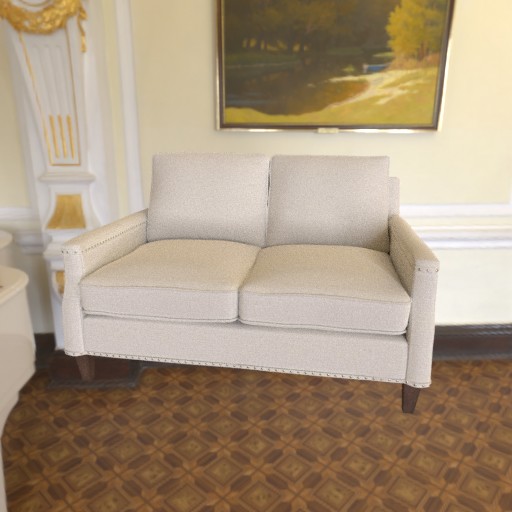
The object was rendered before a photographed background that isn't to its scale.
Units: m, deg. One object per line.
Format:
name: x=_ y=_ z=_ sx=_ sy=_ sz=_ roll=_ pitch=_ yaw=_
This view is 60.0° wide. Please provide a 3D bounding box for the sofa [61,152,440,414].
sofa: x=0.000 y=0.000 z=2.275 sx=1.597 sy=1.003 sz=1.084 roll=3 pitch=16 yaw=10
